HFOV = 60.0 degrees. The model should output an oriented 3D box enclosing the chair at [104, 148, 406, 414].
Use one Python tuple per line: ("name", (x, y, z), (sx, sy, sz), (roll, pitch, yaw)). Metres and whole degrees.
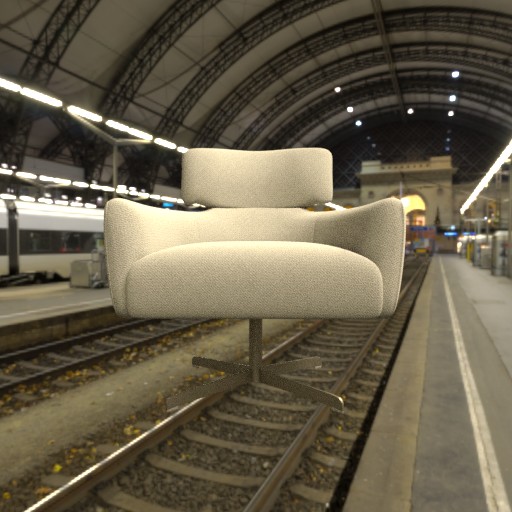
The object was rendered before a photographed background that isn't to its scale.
("chair", (0.000, 0.000, 1.427), (0.760, 0.810, 0.730), (0, 1, 1))
